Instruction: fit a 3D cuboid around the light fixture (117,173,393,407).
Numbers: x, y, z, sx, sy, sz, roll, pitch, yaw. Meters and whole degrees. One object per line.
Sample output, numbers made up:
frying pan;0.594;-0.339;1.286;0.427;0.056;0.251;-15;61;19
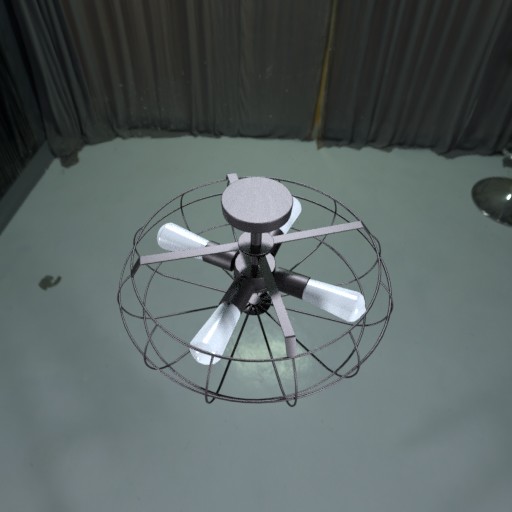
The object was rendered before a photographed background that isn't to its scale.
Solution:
light fixture;0.000;0.000;0.921;0.582;0.311;0.582;0;47;0
